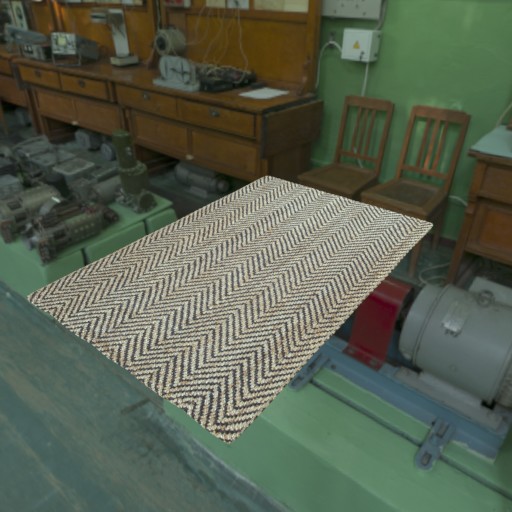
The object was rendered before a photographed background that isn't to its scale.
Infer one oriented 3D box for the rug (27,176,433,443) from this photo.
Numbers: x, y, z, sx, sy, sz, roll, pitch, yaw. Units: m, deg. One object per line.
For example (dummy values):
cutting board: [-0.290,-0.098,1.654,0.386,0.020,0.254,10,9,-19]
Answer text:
rug: [0.000,0.000,2.286,1.219,0.008,1.828,23,39,31]
